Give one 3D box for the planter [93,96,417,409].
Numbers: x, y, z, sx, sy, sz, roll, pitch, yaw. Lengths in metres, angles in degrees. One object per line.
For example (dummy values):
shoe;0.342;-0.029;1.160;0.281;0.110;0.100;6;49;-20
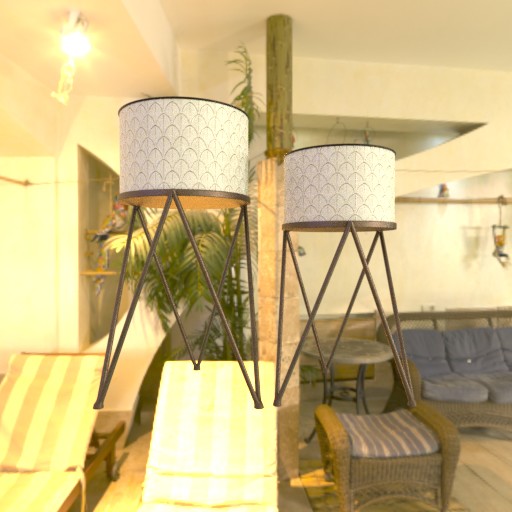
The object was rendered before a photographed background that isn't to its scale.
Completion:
planter;0.000;0.000;1.175;0.769;0.712;0.413;0;1;0
